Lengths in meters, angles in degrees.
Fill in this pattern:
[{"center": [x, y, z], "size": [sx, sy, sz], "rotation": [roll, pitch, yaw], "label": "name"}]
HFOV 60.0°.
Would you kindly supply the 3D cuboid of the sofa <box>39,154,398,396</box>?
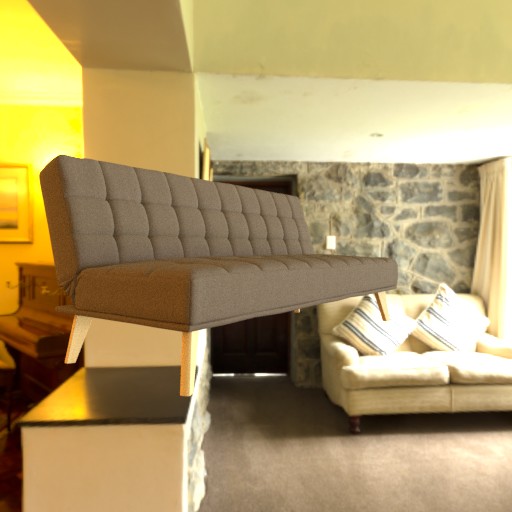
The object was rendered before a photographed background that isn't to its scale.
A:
[{"center": [0.000, 0.000, 2.245], "size": [0.860, 0.810, 1.800], "rotation": [1, 1, 36], "label": "sofa"}]
